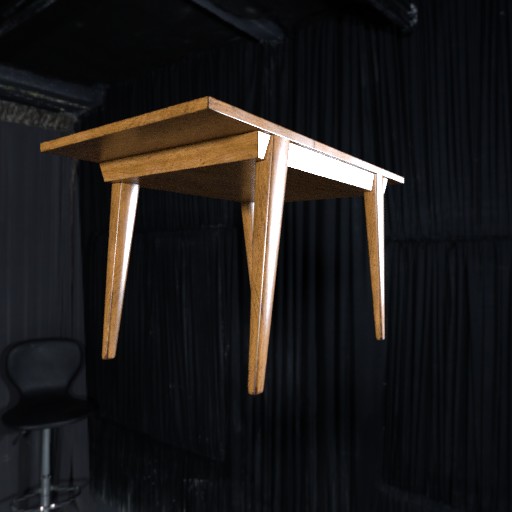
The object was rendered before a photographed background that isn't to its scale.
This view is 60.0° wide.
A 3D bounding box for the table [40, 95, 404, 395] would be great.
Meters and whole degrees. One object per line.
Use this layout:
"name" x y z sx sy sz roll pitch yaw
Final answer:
"table" 0.000 0.000 1.821 0.757 0.760 1.400 0 1 36
